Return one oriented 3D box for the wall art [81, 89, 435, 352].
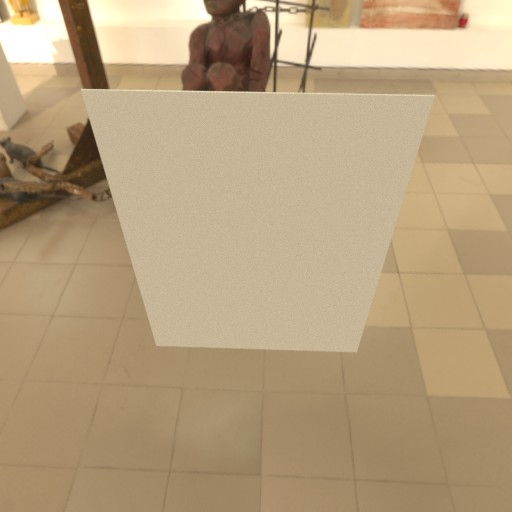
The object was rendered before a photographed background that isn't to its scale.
[{"bbox_3d":[0.000,0.000,0.792,0.457,0.609,0.003,2,46,1],"label":"wall art"}]
